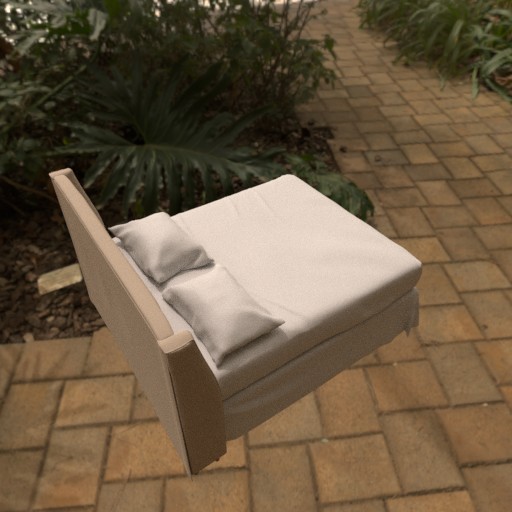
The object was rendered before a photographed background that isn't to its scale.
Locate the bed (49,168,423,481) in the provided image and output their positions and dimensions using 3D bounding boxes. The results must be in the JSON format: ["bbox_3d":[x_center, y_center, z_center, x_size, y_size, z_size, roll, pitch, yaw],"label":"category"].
[{"bbox_3d":[0.000,0.000,3.424,2.276,1.332,1.925,-24,46,-25],"label":"bed"}]
